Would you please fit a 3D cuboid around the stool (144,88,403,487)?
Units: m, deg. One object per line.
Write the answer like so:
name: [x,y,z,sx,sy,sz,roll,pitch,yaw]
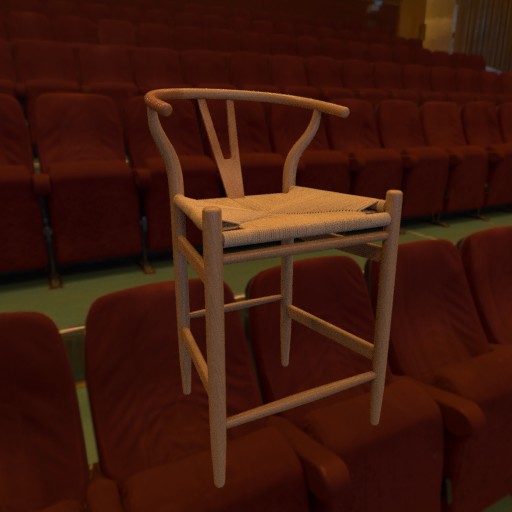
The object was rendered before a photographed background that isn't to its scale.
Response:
stool: [0.000,0.000,1.256,0.536,0.923,0.575,-9,19,-27]
